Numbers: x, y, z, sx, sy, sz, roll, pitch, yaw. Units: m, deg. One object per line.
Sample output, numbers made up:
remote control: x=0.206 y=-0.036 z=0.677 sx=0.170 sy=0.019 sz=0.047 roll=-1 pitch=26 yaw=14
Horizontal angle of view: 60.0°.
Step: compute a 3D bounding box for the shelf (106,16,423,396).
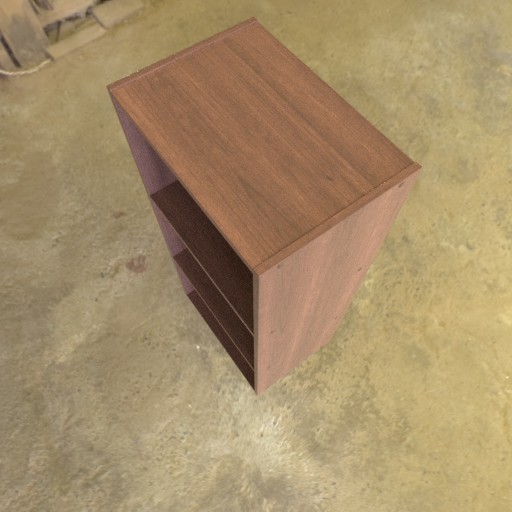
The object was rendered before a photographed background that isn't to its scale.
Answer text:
shelf: x=0.000 y=0.000 z=1.060 sx=0.290 sy=0.879 sz=0.414 roll=-33 pitch=68 yaw=-15
